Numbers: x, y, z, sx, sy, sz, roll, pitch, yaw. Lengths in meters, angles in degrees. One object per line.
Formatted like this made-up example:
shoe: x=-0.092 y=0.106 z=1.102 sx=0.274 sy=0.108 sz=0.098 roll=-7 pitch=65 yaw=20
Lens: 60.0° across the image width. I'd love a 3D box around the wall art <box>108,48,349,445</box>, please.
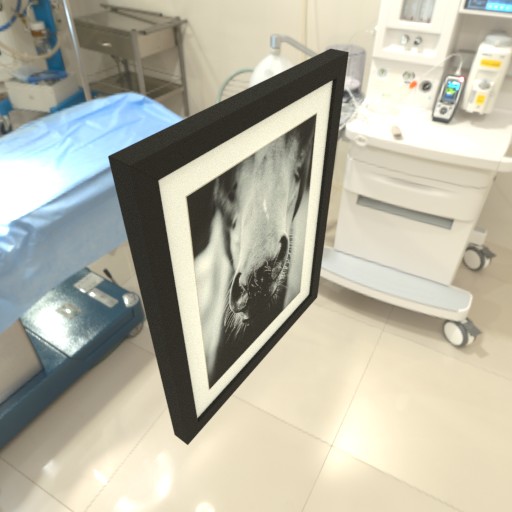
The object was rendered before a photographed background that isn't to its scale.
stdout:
wall art: x=0.000 y=0.000 z=0.547 sx=0.024 sy=0.404 sz=0.329 roll=26 pitch=47 yaw=27
